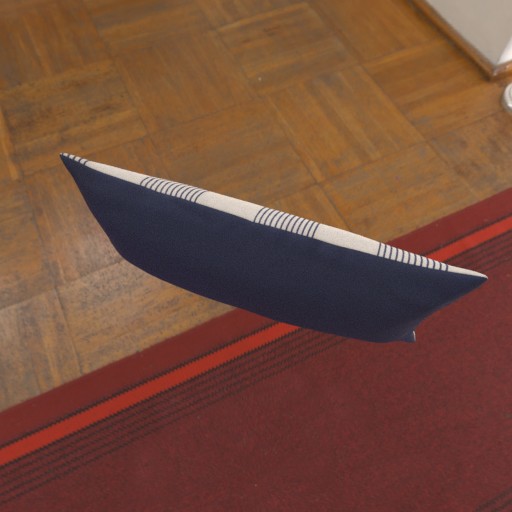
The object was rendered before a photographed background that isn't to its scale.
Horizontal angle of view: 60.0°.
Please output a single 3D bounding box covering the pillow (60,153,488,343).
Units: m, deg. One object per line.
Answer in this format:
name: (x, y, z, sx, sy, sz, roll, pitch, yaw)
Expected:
pillow: (0.000, 0.000, 0.721, 0.610, 0.287, 0.151, 17, 64, 9)
